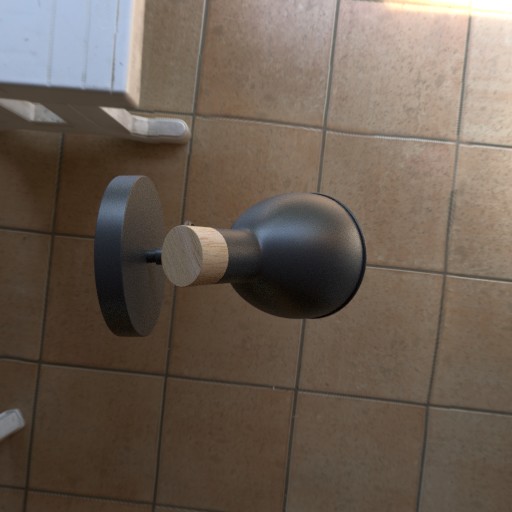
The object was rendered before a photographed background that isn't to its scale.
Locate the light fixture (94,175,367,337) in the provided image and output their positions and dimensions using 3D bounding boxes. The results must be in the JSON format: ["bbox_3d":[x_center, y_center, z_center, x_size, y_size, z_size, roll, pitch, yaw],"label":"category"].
[{"bbox_3d":[0.000,0.000,0.481,0.203,0.401,0.127,0,90,2],"label":"light fixture"}]
